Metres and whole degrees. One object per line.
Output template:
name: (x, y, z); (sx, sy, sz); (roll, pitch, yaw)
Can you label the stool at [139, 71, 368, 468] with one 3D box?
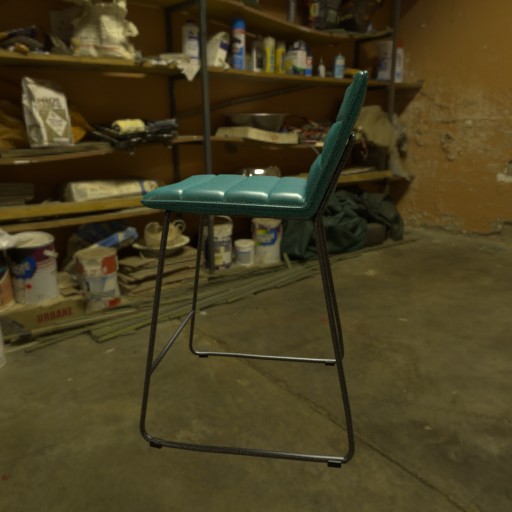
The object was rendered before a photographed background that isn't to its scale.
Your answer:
stool: (0.000, 0.000, 1.169); (0.524, 0.866, 0.489); (2, 16, 8)
